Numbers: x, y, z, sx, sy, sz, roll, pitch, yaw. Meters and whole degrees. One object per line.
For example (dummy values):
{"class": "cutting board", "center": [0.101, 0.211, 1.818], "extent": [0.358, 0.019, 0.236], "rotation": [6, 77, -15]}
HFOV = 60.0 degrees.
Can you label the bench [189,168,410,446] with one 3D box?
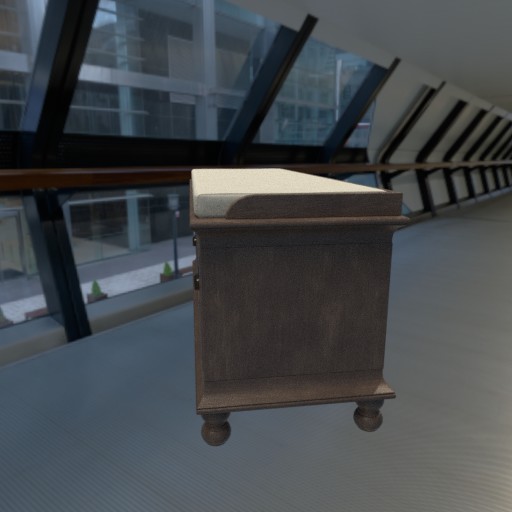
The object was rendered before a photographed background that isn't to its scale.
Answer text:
{"class": "bench", "center": [0.000, 0.000, 1.403], "extent": [0.402, 0.501, 1.185], "rotation": [-2, 14, -8]}
